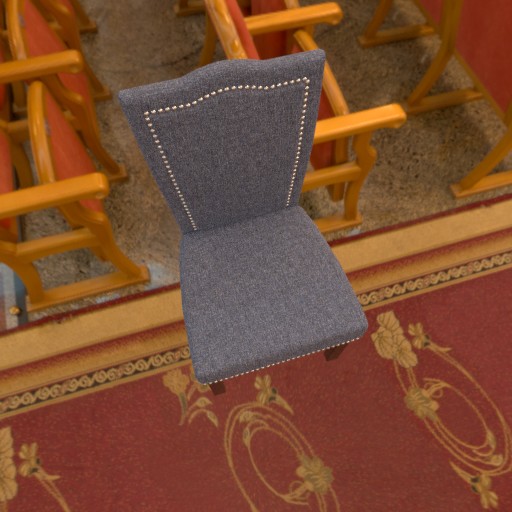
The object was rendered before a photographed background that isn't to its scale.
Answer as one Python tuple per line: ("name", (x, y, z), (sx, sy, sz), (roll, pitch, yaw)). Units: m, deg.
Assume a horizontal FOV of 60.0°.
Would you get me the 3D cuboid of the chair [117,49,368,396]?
("chair", (0.000, 0.000, 1.308), (0.518, 0.946, 0.589), (-15, 65, -7))
